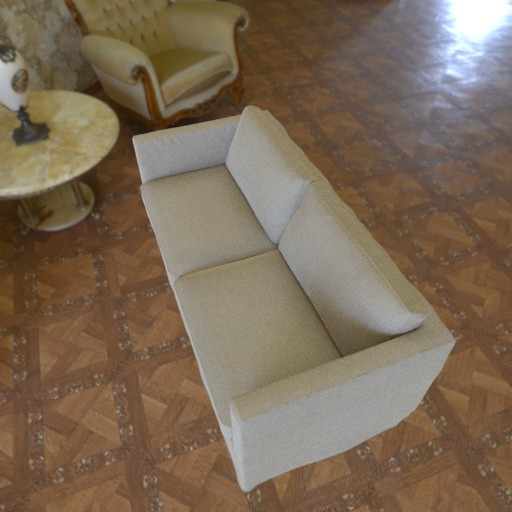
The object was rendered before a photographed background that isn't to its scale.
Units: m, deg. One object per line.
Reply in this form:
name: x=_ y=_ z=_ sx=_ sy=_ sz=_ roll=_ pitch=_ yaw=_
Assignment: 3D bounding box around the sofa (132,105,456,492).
sofa: x=0.000 y=0.000 z=2.446 sx=0.956 sy=0.847 sz=1.987 roll=-16 pitch=49 yaw=-15
